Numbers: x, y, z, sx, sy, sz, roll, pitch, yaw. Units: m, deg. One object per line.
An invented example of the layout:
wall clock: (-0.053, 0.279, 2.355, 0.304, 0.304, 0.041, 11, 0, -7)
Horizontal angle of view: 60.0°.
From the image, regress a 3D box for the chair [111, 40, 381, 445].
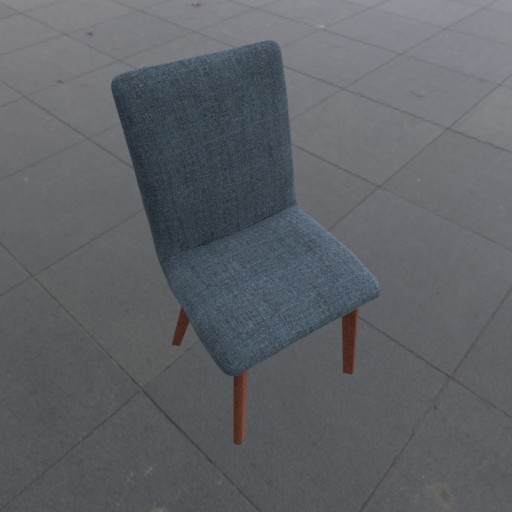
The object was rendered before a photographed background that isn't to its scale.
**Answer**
chair: (0.000, 0.000, 1.280, 0.522, 0.974, 0.563, -24, 51, -22)
